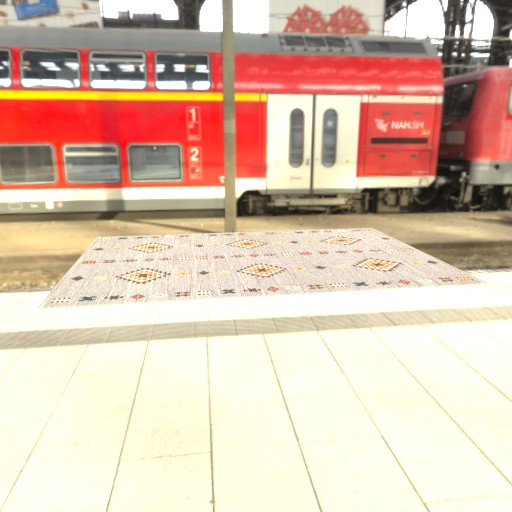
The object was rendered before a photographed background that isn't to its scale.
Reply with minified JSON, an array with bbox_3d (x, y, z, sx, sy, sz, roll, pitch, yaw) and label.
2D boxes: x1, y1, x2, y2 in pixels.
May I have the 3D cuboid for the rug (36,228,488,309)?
[{"bbox_3d":[0.000,0.000,2.336,1.818,0.005,1.217,-2,15,-9],"label":"rug"}]
